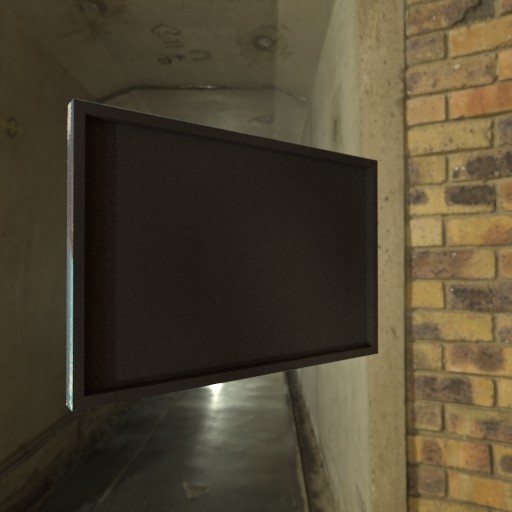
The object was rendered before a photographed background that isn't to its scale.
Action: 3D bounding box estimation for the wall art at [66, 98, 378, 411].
[{"bbox_3d":[0.000,0.000,0.765,0.609,0.406,0.033,0,-1,-36],"label":"wall art"}]
